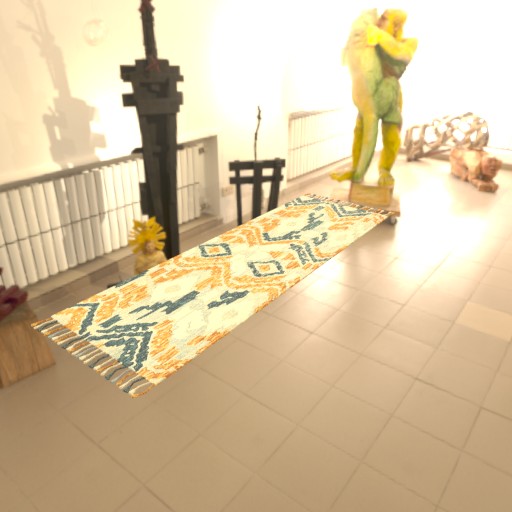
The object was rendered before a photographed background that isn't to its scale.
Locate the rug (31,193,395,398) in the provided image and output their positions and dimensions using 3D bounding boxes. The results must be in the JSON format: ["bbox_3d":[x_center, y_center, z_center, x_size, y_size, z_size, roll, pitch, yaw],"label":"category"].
[{"bbox_3d":[0.000,0.000,2.713,0.783,0.010,2.437,19,32,33],"label":"rug"}]
